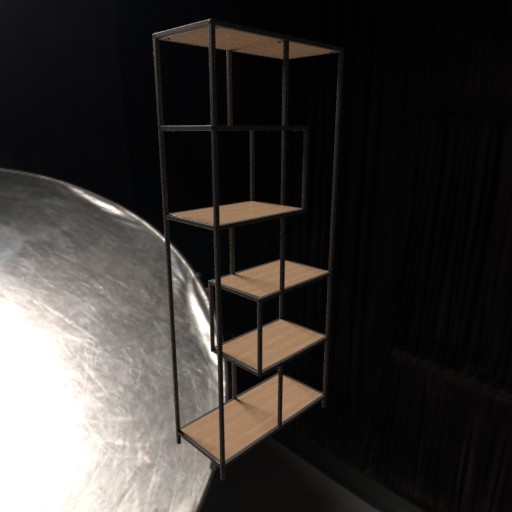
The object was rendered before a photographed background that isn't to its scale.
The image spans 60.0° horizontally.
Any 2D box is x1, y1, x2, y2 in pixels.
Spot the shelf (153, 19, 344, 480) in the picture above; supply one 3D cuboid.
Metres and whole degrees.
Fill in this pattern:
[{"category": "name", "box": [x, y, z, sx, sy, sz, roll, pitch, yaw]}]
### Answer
[{"category": "shelf", "box": [0.000, 0.000, 2.091, 0.350, 1.850, 0.770, 15, 22, 43]}]
